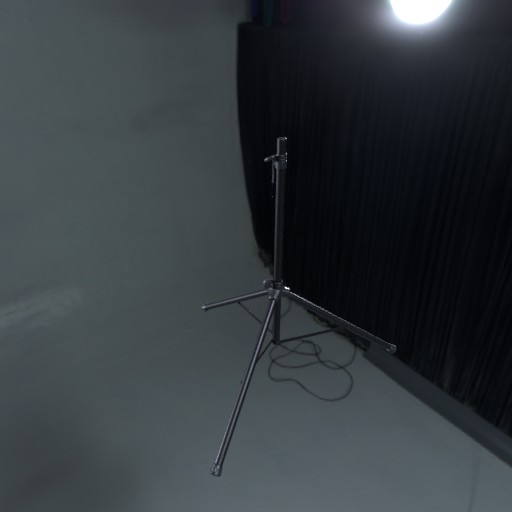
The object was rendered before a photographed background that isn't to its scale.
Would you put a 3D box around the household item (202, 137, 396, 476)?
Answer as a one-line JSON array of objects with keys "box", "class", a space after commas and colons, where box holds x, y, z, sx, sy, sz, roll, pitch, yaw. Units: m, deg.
[{"box": [0.000, 0.000, 2.826, 1.596, 1.595, 1.339, -21, 36, -32], "class": "household item"}]
